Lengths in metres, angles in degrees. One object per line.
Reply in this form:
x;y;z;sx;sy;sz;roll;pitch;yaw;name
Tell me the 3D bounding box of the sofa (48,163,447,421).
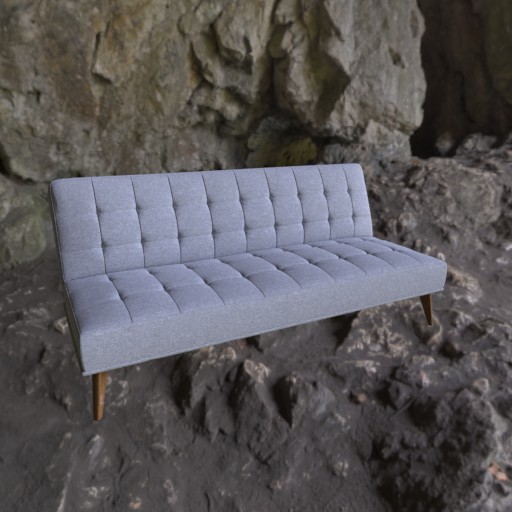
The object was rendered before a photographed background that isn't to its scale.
0.000;0.000;2.230;1.800;0.810;0.860;-9;19;-26;sofa
